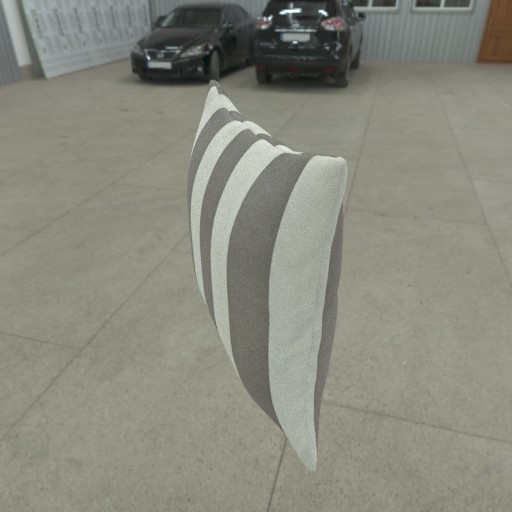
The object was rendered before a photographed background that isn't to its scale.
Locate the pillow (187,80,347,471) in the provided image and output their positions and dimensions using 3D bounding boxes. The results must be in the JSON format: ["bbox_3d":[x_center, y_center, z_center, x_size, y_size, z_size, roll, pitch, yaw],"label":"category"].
[{"bbox_3d":[0.000,0.000,0.777,0.192,0.507,0.522,-10,32,-17],"label":"pillow"}]
